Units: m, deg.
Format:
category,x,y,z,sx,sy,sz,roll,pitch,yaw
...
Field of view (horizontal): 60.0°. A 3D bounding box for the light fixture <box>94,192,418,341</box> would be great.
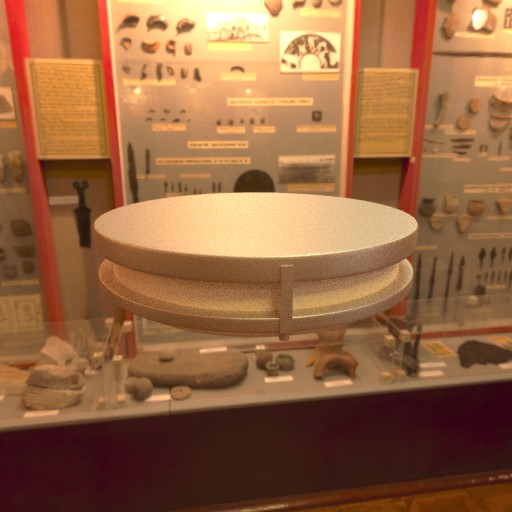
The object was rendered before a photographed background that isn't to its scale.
category,x,y,z,sx,sy,sz,roll,pitch,yaw
light fixture,0.000,0.000,0.526,0.356,0.102,0.356,0,16,0
